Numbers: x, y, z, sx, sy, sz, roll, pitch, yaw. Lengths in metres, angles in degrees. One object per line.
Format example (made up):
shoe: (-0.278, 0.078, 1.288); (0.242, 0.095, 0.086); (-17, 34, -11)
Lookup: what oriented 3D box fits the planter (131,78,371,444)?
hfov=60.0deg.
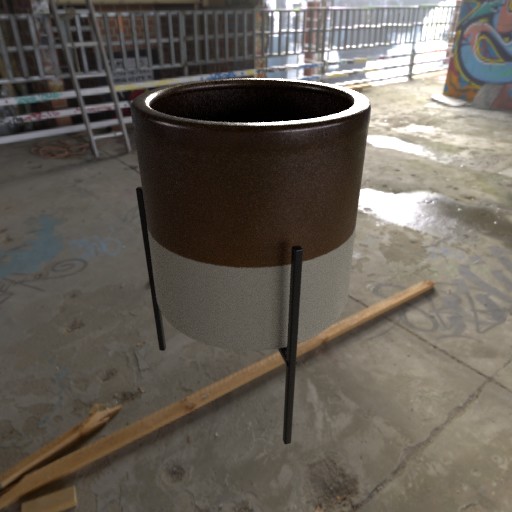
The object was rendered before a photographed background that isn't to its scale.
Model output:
planter: (0.000, 0.000, 0.550); (0.255, 0.375, 0.269); (-10, 32, -16)
